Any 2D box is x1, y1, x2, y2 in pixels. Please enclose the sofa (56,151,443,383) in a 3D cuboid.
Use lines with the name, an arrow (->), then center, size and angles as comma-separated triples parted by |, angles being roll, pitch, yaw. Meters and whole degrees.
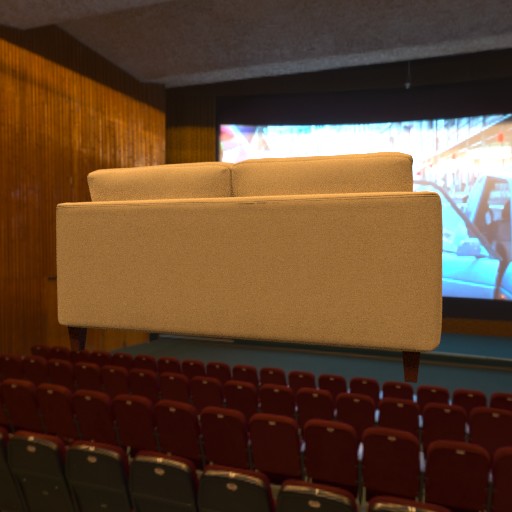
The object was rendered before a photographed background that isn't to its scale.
sofa -> 0.000, 0.000, 2.264 | 1.702, 0.888, 0.964 | 1, 2, 18
